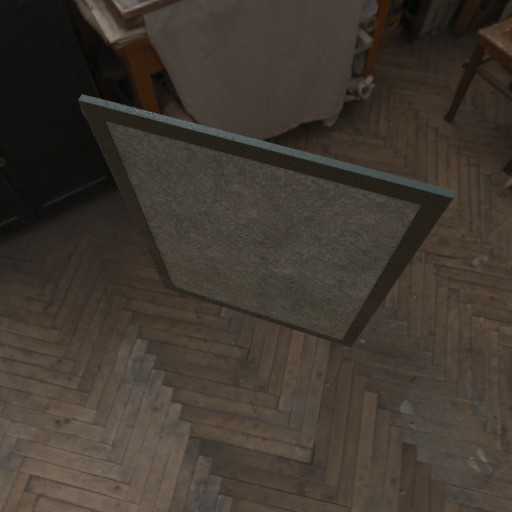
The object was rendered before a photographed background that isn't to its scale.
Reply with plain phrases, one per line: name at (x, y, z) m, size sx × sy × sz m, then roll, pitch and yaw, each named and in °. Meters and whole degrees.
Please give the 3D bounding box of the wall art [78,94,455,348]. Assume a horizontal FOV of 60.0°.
wall art at (0.000, 0.000, 1.302) m, size 0.767 × 0.983 × 0.030 m, roll 17°, pitch 64°, yaw 8°
